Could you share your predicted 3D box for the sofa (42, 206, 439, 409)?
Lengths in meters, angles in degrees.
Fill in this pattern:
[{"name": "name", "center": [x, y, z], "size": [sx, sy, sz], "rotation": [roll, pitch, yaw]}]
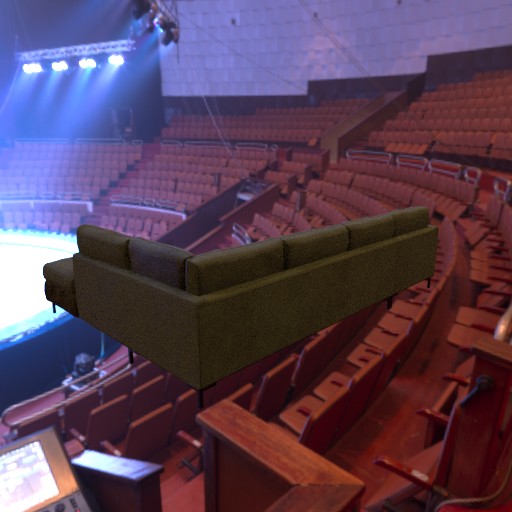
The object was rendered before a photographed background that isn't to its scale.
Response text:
[{"name": "sofa", "center": [0.000, 0.000, 3.301], "size": [1.707, 0.687, 2.486], "rotation": [14, 20, 43]}]
